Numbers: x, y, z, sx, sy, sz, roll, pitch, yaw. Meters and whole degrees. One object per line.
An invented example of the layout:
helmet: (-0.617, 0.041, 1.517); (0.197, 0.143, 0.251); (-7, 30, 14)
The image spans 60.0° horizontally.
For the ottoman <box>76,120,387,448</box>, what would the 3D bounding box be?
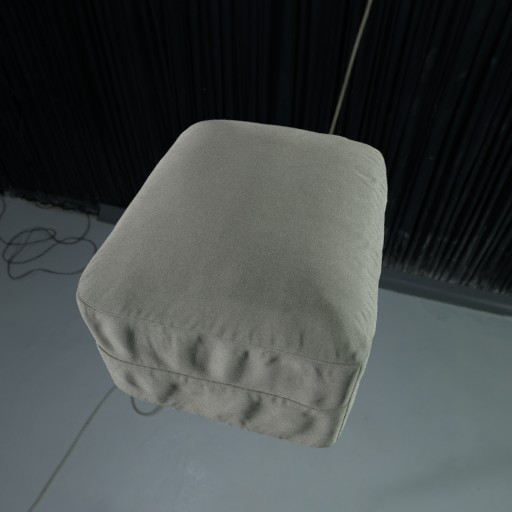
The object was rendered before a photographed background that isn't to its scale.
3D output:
ottoman: (0.000, 0.000, 1.106); (0.584, 0.480, 0.712); (11, 47, 10)
